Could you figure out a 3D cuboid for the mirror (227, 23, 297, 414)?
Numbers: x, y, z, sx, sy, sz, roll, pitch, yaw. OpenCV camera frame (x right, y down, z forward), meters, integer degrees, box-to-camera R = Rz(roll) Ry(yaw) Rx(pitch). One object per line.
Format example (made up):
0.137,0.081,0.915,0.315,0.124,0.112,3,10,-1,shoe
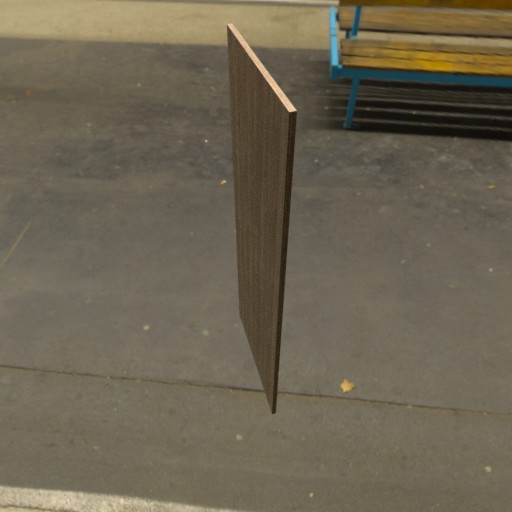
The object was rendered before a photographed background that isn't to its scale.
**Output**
0.000,0.000,2.342,0.025,2.032,0.812,-12,46,-11,mirror
